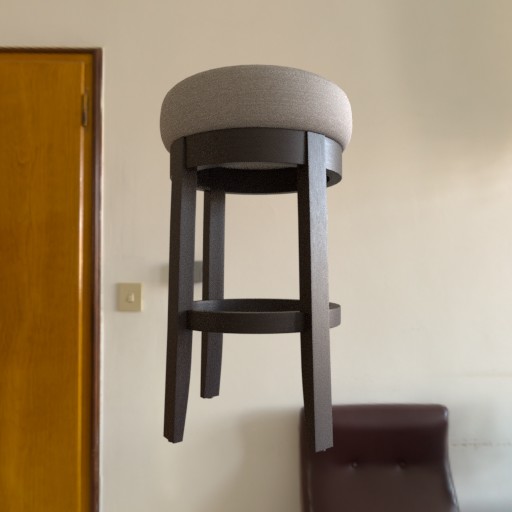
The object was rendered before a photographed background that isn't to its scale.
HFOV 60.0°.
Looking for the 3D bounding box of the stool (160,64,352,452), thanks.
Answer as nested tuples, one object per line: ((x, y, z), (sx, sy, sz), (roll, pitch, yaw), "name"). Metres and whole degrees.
((0.000, 0.000, 1.035), (0.443, 0.757, 0.443), (0, -1, 0), "stool")
